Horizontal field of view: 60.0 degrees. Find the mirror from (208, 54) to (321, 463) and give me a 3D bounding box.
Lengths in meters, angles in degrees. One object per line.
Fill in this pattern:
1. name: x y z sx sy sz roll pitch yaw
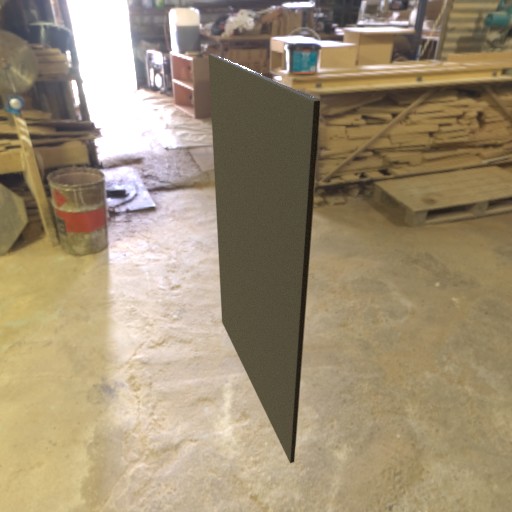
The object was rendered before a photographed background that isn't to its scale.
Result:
1. mirror: 0.000 0.000 1.172 0.039 0.914 0.613 -11 33 -18
